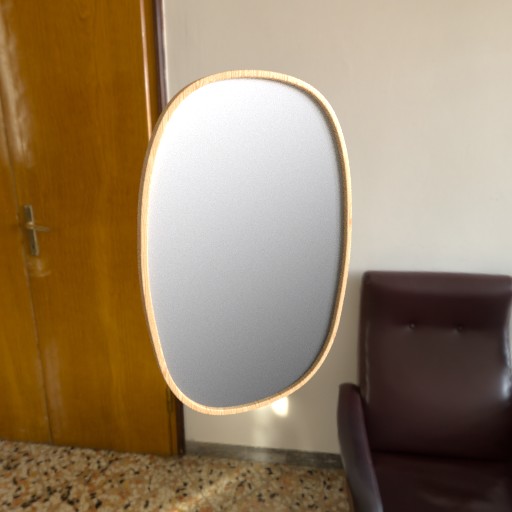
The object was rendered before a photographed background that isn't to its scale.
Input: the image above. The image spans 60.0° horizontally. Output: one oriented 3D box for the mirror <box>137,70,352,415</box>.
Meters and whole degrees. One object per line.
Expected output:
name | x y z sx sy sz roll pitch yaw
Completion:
mirror | 0.000 0.000 1.384 0.724 1.075 0.037 -8 18 -27
